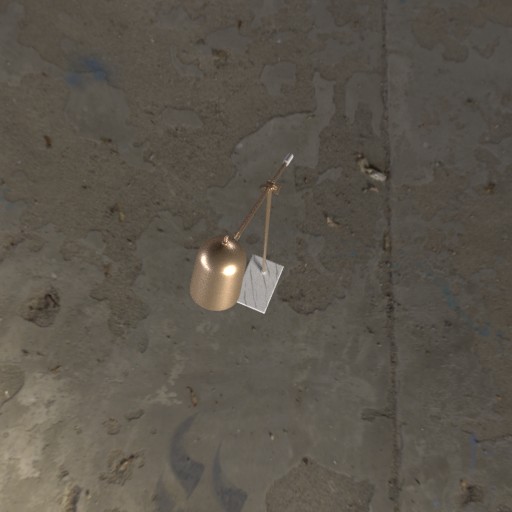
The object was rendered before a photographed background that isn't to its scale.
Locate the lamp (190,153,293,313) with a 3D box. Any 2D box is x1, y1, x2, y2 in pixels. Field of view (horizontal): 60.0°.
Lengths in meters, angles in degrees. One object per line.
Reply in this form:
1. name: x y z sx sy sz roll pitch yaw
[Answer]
1. lamp: 0.000 0.000 1.803 0.194 1.594 0.653 22 77 5
